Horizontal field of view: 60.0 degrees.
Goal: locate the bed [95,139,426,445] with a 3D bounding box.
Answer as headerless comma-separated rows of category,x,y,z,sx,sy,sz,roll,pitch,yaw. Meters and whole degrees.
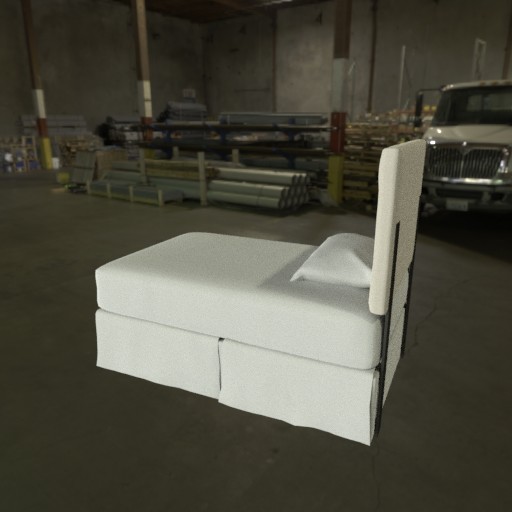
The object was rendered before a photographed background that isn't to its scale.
bed,0.000,0.000,3.084,1.997,1.571,1.261,8,18,25
